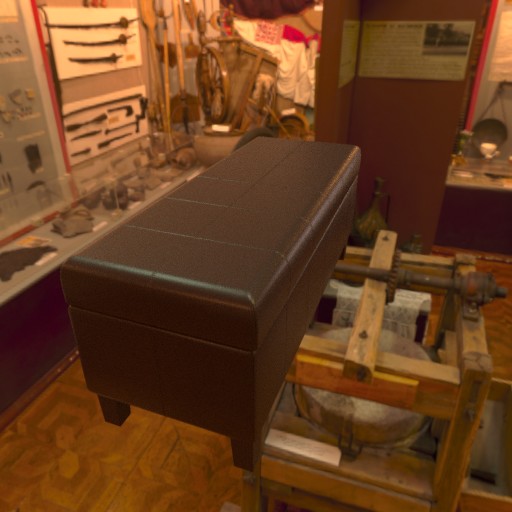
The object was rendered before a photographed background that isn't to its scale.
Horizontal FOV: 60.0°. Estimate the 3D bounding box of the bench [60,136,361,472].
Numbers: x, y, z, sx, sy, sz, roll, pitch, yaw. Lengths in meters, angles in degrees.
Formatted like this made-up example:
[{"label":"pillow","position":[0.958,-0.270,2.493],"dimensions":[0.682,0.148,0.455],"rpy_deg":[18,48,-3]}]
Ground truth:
[{"label":"bench","position":[0.000,0.000,1.341],"dimensions":[0.429,0.457,1.092],"rpy_deg":[10,30,18]}]
